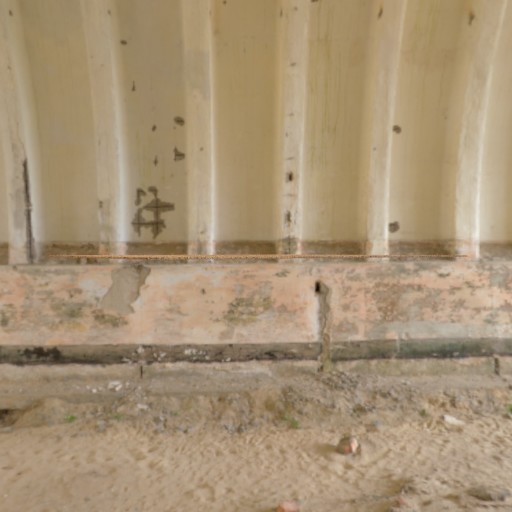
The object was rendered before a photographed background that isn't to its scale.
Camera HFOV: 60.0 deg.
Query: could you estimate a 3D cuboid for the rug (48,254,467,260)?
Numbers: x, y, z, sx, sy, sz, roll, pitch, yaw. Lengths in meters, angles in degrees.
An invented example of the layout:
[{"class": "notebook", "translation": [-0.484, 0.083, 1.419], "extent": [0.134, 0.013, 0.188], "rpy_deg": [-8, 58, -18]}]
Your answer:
[{"class": "rug", "translation": [0.000, 0.000, 4.250], "extent": [3.200, 0.012, 2.438], "rpy_deg": [0, 1, -36]}]
